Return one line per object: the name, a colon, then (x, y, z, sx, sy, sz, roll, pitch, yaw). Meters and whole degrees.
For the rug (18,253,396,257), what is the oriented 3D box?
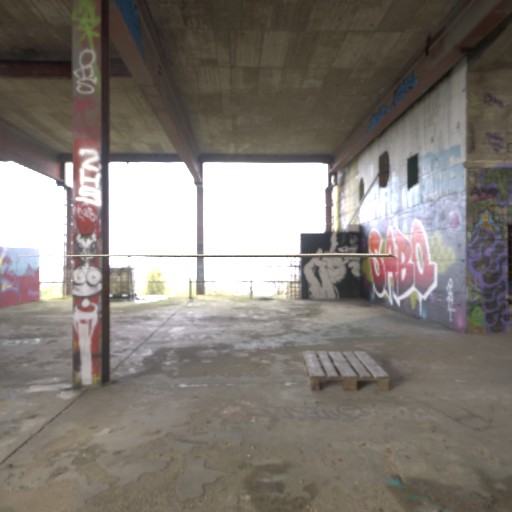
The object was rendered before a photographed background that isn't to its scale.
rug: (0.000, 0.000, 4.110, 2.448, 0.021, 3.051, 0, 0, 18)
